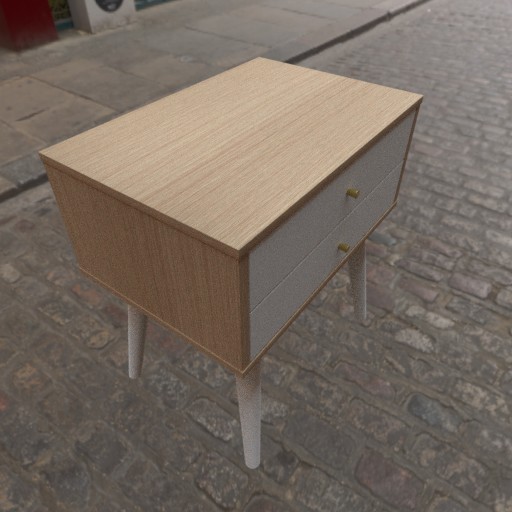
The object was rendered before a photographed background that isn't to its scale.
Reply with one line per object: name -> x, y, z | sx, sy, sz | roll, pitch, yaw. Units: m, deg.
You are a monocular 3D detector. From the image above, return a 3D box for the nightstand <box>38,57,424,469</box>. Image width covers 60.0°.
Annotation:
nightstand -> 0.000, 0.000, 0.959 | 0.407, 0.610, 0.571 | 26, 47, 27
